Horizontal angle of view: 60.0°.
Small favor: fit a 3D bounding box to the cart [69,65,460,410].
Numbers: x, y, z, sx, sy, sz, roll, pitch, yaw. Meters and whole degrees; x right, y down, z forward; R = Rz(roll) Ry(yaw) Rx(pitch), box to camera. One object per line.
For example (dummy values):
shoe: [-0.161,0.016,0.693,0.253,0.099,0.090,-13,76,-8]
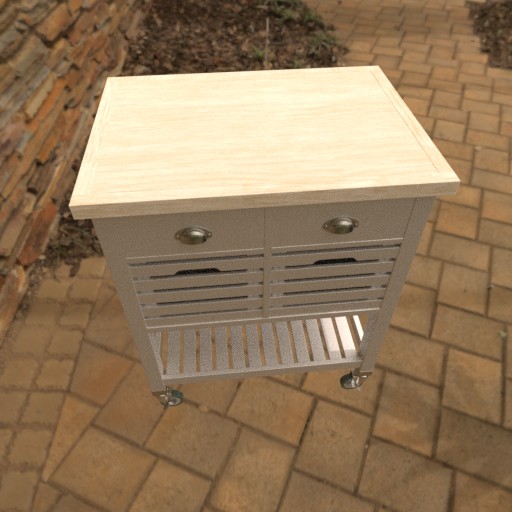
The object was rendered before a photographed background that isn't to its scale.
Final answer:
cart: [0.000,0.000,1.376,0.762,0.914,0.559,-4,46,-4]
